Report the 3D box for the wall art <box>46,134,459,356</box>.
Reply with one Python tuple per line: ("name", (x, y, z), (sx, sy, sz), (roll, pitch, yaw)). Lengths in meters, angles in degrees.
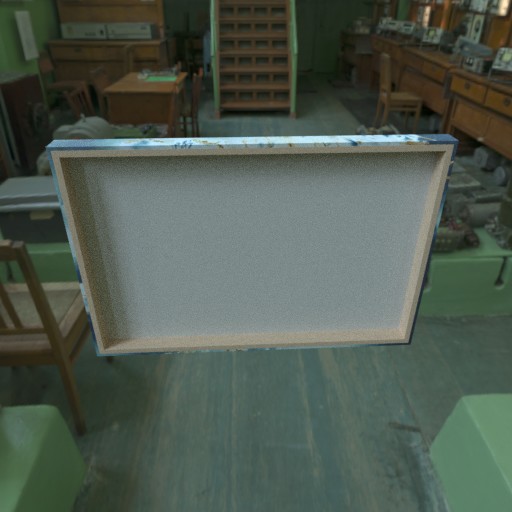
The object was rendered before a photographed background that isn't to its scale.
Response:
("wall art", (0.000, 0.000, 0.770), (0.607, 0.405, 0.036), (-2, 31, -3))
